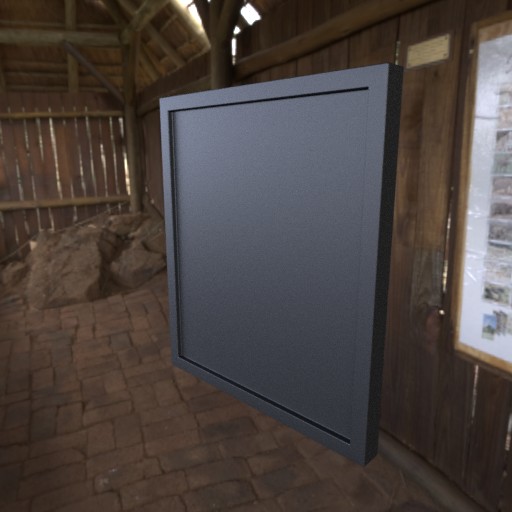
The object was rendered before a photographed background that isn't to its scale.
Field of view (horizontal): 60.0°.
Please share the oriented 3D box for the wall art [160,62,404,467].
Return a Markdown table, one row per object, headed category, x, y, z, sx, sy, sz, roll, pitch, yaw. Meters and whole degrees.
| category | x | y | z | sx | sy | sz | roll | pitch | yaw |
| --- | --- | --- | --- | --- | --- | --- | --- | --- | --- |
| wall art | 0.000 | 0.000 | 0.525 | 0.328 | 0.381 | 0.028 | 12 | 17 | 43 |
